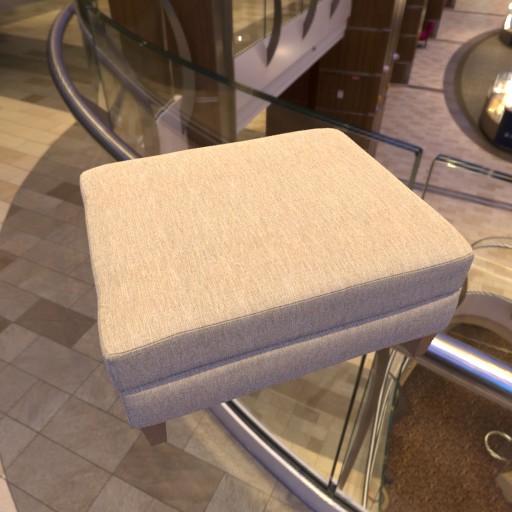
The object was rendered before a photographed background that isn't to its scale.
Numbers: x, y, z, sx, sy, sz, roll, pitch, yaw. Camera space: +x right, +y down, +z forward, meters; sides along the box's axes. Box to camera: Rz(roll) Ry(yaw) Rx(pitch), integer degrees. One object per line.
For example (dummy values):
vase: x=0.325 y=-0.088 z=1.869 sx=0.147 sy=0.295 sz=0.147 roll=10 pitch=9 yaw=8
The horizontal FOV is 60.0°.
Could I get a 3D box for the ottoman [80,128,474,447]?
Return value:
ottoman: x=0.000 y=0.000 z=1.442 sx=0.976 sy=0.492 sz=0.836 roll=-14 pitch=43 yaw=-15
